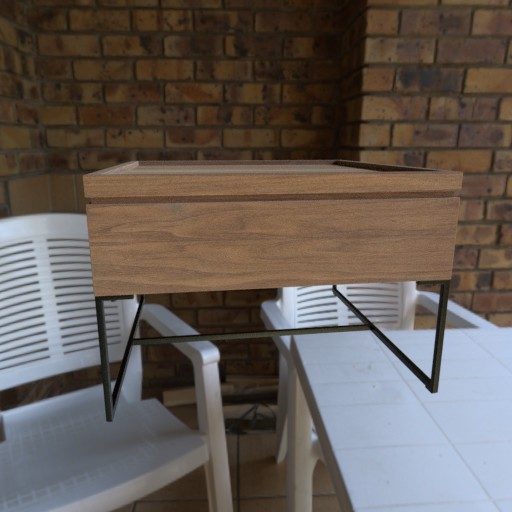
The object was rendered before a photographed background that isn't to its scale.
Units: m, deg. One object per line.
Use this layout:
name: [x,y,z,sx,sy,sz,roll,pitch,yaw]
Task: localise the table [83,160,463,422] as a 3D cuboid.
table: [0.000,0.000,1.154,0.679,0.464,0.676,-2,14,-8]
